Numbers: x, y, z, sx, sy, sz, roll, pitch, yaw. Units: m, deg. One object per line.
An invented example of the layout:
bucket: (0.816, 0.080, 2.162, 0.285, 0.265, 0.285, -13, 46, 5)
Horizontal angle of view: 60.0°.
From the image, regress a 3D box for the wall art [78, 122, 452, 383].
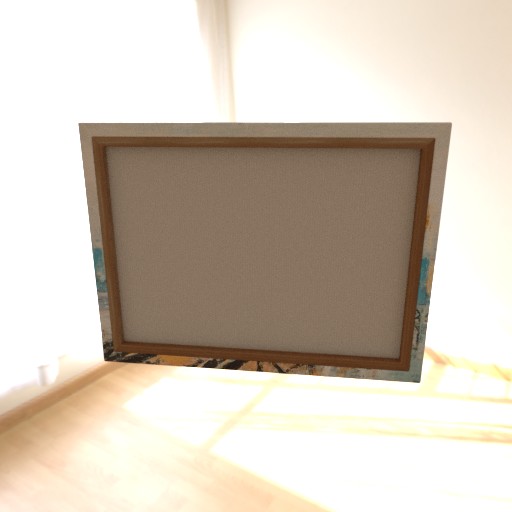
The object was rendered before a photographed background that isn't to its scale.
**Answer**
wall art: (0.000, 0.000, 1.319, 1.016, 0.762, 0.038, 2, 17, 7)
